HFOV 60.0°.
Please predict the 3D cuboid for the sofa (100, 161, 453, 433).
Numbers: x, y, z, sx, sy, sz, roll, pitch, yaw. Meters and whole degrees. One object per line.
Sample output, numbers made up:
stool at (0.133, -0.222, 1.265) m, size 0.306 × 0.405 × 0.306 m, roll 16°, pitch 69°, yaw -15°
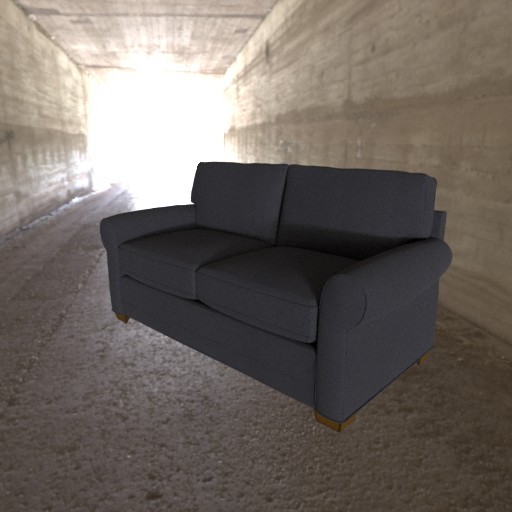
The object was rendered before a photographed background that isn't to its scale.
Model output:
sofa at (0.000, 0.000, 2.586) m, size 2.009 × 1.031 × 0.951 m, roll 14°, pitch 20°, yaw 41°
